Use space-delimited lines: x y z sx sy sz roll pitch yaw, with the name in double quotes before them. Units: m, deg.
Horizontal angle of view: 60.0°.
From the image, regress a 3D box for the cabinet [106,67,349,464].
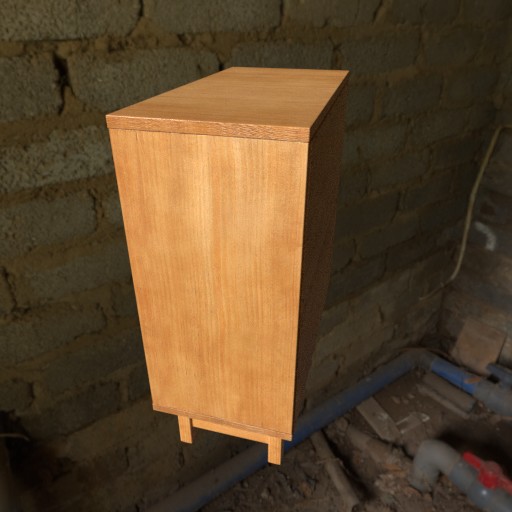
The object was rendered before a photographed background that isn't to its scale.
"cabinet" 0.000 0.000 1.390 0.419 1.001 0.800 8 30 13
